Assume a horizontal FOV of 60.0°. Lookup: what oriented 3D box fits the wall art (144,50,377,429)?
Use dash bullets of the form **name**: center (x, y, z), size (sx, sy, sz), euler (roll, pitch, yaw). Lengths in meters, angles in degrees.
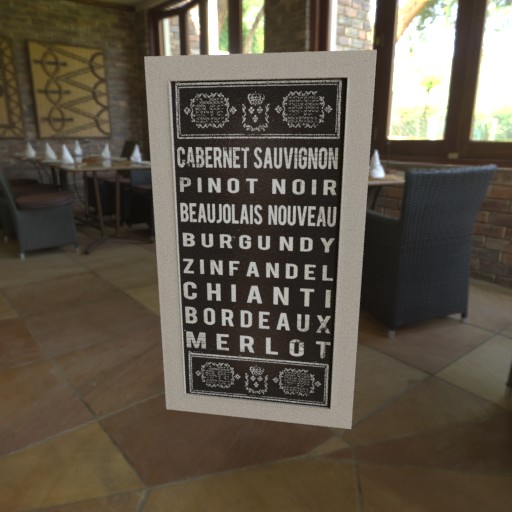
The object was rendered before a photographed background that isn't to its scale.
- **wall art**: center (0.000, 0.000, 0.813), size (0.380, 0.683, 0.013), euler (3, 16, 9)
